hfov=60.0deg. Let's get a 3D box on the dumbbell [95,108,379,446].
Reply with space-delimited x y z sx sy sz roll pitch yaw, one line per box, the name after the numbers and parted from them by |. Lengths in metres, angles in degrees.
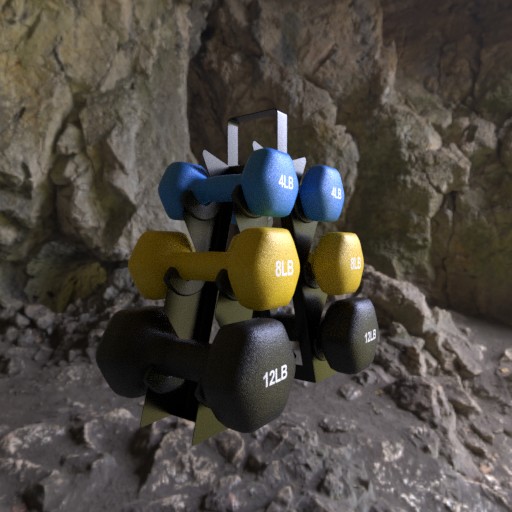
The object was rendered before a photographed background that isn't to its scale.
0.000 0.000 0.674 0.255 0.426 0.409 1 1 36 | dumbbell
